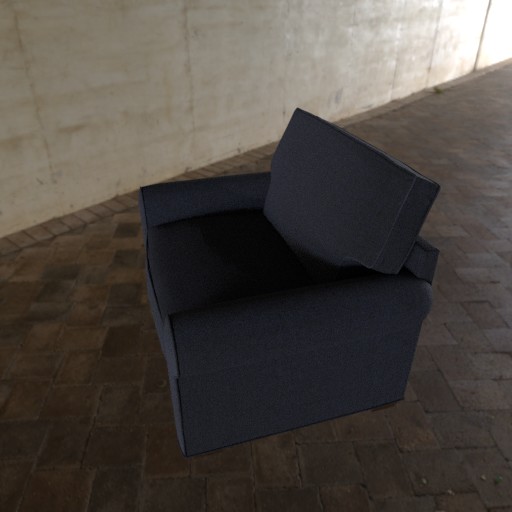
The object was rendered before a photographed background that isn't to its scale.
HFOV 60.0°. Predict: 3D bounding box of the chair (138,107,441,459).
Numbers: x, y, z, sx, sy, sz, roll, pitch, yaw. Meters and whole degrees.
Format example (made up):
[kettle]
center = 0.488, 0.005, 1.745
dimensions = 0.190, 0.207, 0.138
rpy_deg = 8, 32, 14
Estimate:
[chair]
center = 0.000, 0.000, 1.954
dimensions = 0.963, 1.044, 1.285
rpy_deg = -9, 32, -15
